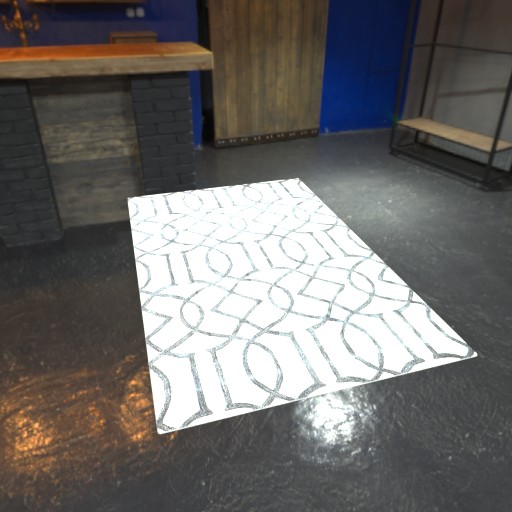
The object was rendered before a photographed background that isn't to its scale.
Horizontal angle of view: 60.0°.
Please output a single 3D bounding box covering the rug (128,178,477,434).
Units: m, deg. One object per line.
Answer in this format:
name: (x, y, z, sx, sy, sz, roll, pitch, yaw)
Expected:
rug: (0.000, 0.000, 2.907, 1.521, 0.017, 2.365, -9, 33, -14)
